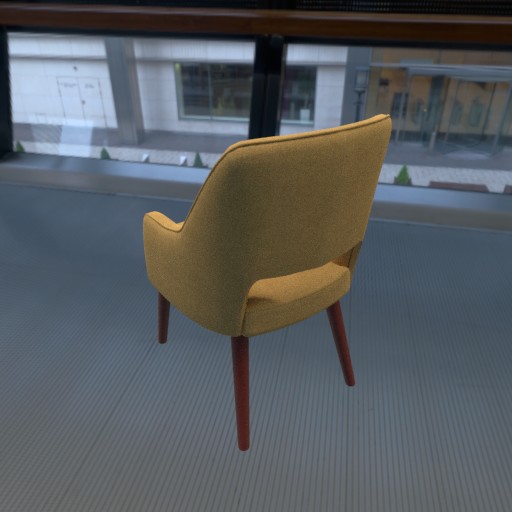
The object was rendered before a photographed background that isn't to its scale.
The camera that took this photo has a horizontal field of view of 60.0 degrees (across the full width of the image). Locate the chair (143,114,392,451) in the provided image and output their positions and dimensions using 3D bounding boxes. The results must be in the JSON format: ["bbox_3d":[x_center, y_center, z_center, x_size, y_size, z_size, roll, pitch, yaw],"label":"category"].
[{"bbox_3d":[0.000,0.000,1.268,0.548,0.849,0.605,-19,36,-29],"label":"chair"}]
